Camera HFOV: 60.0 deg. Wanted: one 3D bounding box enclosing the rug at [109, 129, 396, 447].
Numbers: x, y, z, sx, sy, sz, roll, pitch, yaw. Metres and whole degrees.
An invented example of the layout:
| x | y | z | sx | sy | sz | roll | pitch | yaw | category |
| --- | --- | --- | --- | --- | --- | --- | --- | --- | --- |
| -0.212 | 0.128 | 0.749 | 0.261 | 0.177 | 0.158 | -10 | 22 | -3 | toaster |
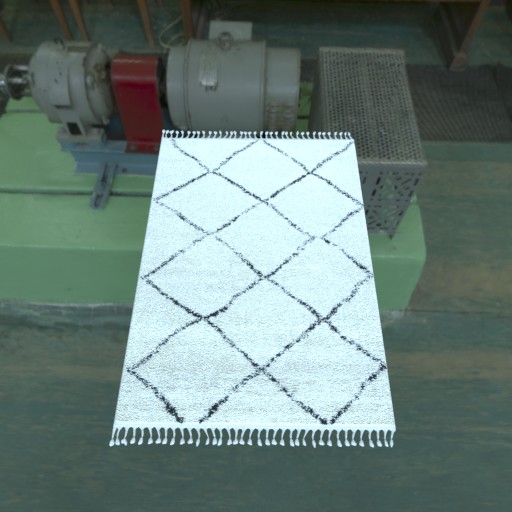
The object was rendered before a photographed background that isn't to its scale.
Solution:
| x | y | z | sx | sy | sz | roll | pitch | yaw | category |
| --- | --- | --- | --- | --- | --- | --- | --- | --- | --- |
| 0.000 | 0.000 | 2.880 | 1.494 | 0.031 | 2.307 | 1 | 59 | 0 | rug |
